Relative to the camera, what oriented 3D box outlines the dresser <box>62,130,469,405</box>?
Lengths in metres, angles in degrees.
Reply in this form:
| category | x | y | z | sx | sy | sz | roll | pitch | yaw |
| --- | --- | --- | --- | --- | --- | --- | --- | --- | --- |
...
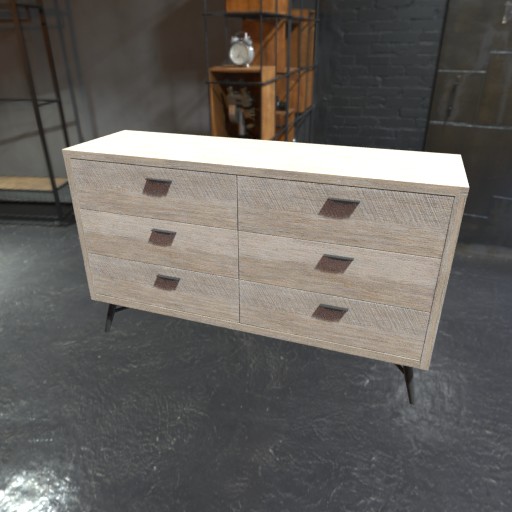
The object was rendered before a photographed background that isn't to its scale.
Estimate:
| category | x | y | z | sx | sy | sz | roll | pitch | yaw |
| --- | --- | --- | --- | --- | --- | --- | --- | --- | --- |
| dresser | 0.000 | 0.000 | 1.957 | 1.524 | 0.914 | 0.457 | 9 | 28 | 17 |
